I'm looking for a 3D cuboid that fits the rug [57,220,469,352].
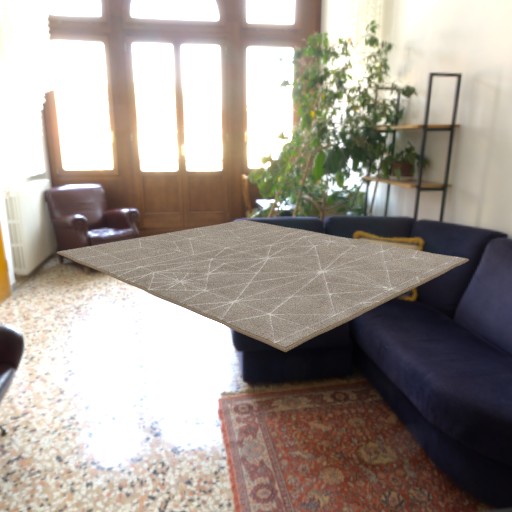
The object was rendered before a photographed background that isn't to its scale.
[{"bbox_3d":[0.000,0.000,0.900,0.639,0.006,0.548,14,20,43],"label":"rug"}]
